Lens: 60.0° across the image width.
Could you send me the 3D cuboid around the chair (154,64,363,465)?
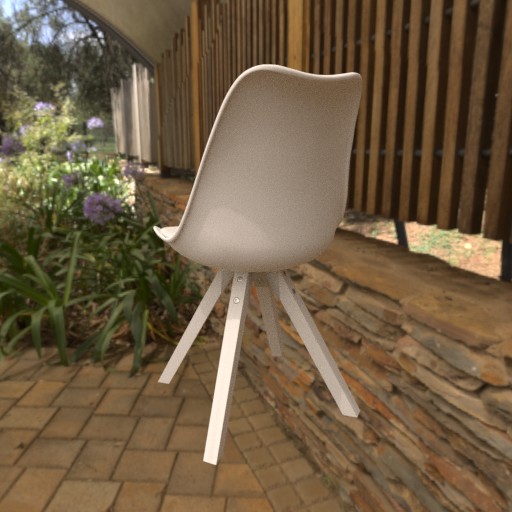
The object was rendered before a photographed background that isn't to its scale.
[{"bbox_3d":[0.000,0.000,1.174,0.485,0.850,0.550,-7,15,-26],"label":"chair"}]
